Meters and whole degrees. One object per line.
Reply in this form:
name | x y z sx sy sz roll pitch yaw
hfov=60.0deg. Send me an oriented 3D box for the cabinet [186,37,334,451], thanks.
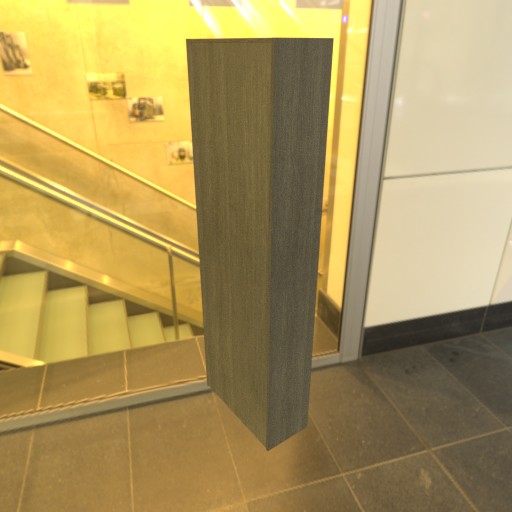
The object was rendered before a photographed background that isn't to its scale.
cabinet | 0.000 0.000 1.849 0.255 1.630 0.520 -18 31 -32
